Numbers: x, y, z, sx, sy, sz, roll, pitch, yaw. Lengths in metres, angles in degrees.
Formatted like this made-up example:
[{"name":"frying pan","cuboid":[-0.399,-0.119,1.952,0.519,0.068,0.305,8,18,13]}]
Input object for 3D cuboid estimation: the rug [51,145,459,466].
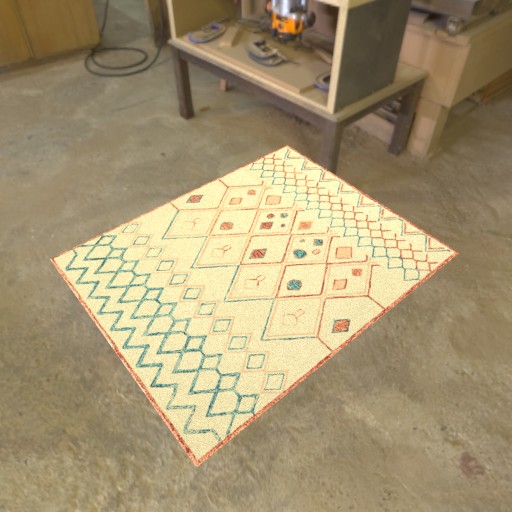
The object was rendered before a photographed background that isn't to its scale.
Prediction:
[{"name":"rug","cuboid":[0.000,0.000,4.232,3.050,0.016,2.441,-31,54,-26]}]
